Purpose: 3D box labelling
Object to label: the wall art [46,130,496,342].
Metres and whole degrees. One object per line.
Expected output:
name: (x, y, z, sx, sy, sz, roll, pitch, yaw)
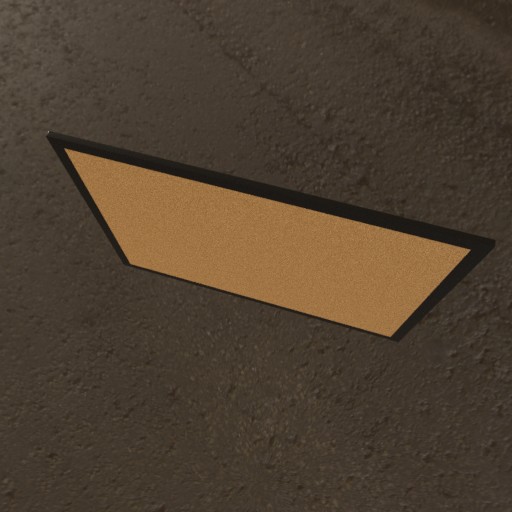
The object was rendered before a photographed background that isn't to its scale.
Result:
wall art: (0.000, 0.000, 1.024, 0.819, 0.552, 0.015, 15, 64, 8)
